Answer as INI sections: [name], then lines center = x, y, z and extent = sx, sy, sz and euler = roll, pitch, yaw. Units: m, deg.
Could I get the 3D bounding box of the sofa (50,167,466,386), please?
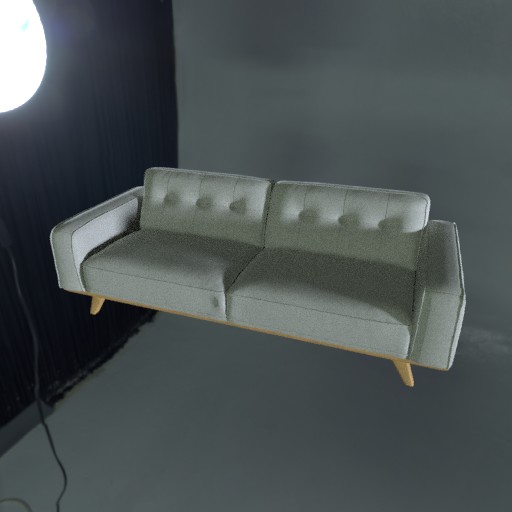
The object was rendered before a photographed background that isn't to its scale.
[sofa]
center = 0.000, 0.000, 2.698
extent = 2.270, 0.781, 0.956
euler = 9, 27, 18
